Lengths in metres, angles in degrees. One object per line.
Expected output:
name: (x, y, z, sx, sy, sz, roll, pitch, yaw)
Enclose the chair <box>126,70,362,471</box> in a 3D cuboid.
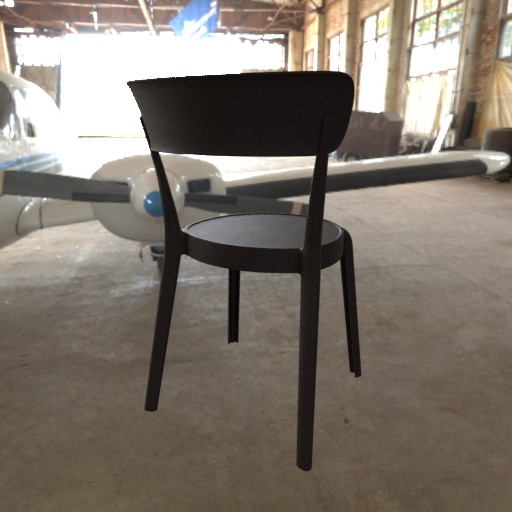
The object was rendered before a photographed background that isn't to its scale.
chair: (0.000, 0.000, 1.083, 0.506, 0.790, 0.491, 9, 19, 27)
